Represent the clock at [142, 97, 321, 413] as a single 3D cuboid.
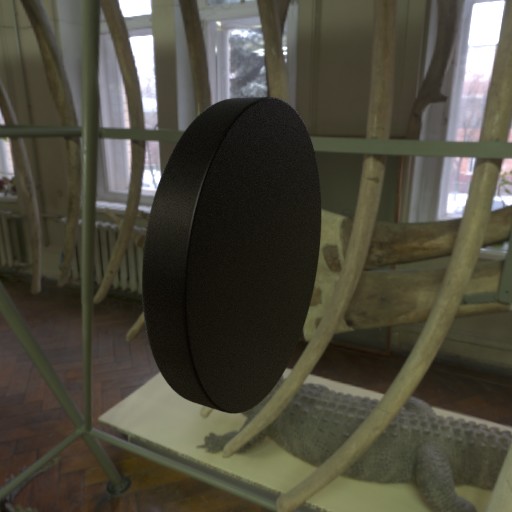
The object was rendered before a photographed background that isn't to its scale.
[{"bbox_3d":[0.000,0.000,0.465,0.040,0.314,0.314,8,18,25],"label":"clock"}]
